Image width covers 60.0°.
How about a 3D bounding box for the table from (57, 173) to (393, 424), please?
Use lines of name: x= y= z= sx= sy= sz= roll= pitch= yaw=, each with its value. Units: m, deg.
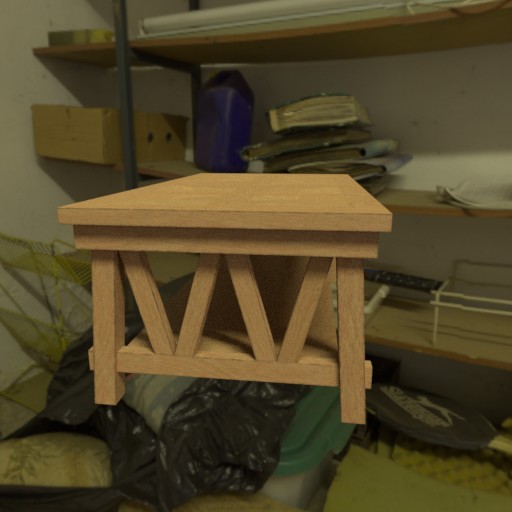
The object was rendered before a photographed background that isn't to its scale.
table: x=0.000 y=0.000 z=1.594 sx=0.711 sy=0.507 sz=1.270 roll=2 pitch=14 yaw=7
